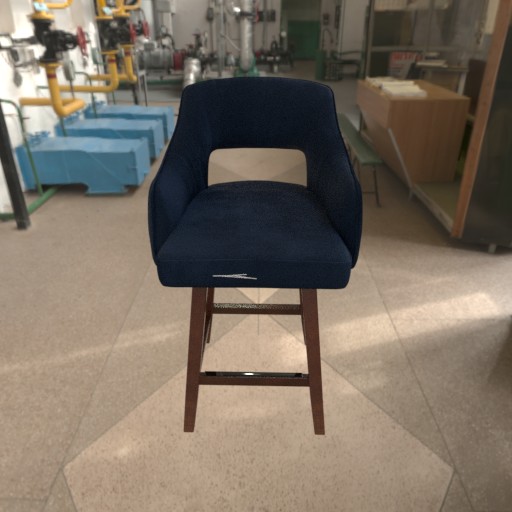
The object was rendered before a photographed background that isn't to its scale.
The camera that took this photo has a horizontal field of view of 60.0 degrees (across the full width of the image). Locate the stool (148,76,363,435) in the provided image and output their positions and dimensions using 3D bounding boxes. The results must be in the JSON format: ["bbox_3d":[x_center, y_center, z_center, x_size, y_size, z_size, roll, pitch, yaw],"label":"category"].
[{"bbox_3d":[0.000,0.000,1.326,0.550,0.940,0.560,1,29,1],"label":"stool"}]
